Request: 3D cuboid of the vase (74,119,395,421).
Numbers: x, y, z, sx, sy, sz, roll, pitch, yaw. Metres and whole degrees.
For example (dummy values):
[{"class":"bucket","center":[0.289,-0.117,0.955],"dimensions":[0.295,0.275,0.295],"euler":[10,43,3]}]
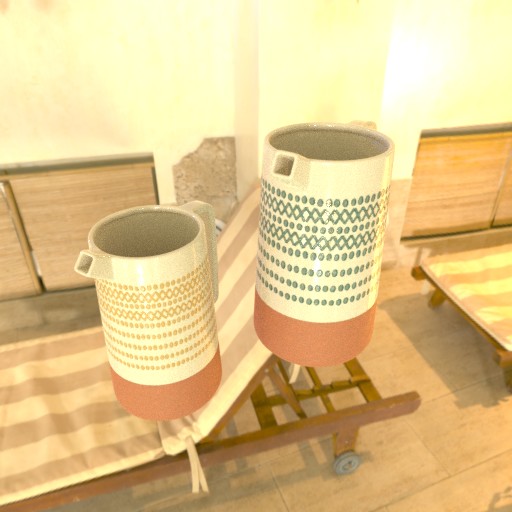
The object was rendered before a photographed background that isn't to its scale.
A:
[{"class":"vase","center":[0.000,0.000,0.459],"dimensions":[0.326,0.247,0.168],"euler":[-9,33,-14]}]
